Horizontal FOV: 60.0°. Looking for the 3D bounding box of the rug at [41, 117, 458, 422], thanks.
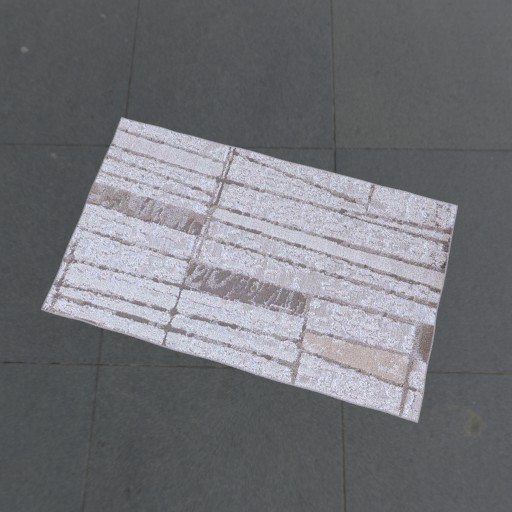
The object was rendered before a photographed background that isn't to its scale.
[{"bbox_3d":[0.000,0.000,1.035,0.867,0.007,0.515,16,76,4],"label":"rug"}]
